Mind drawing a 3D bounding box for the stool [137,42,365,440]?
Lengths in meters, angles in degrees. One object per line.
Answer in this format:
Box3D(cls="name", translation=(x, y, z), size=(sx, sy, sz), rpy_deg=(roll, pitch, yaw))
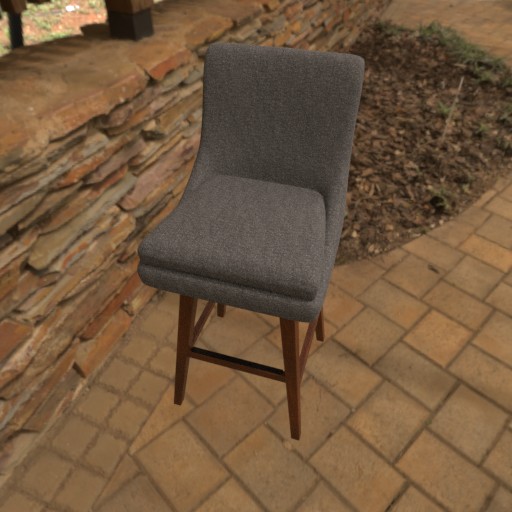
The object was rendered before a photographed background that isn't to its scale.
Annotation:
Box3D(cls="stool", translation=(0.000, 0.000, 1.364), size=(0.489, 1.068, 0.572), rpy_deg=(12, 42, 13))
